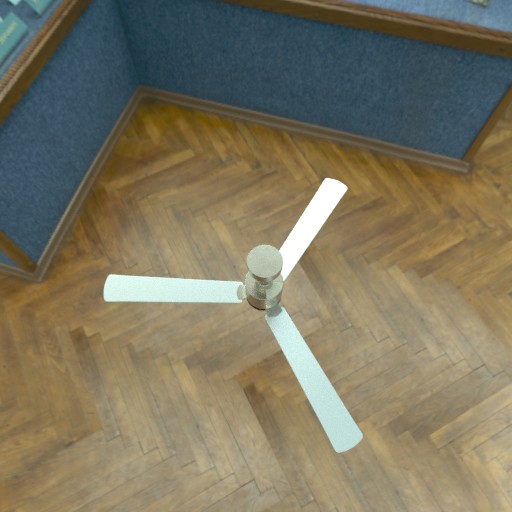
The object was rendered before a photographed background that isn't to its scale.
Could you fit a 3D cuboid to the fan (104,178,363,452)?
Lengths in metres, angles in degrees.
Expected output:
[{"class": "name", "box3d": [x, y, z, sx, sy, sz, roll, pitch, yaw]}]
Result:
[{"class": "fan", "box3d": [0.000, 0.000, 2.358, 1.561, 0.446, 1.531, 18, 65, 8]}]
